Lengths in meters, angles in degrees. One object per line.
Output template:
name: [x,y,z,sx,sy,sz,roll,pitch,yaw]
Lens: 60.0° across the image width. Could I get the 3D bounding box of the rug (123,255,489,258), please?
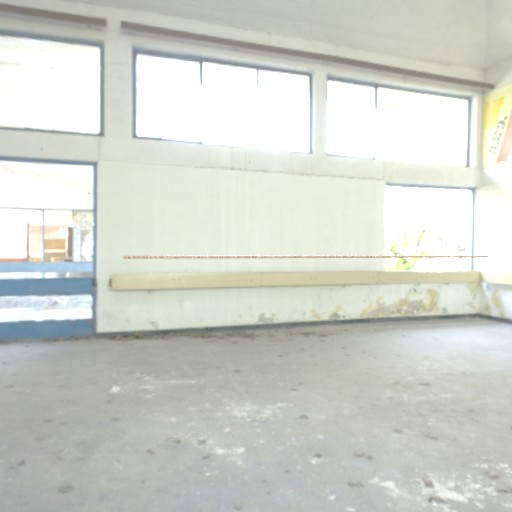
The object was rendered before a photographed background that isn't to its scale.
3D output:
rug: [0.000,0.000,4.276,2.448,0.013,3.205,0,0,-17]
